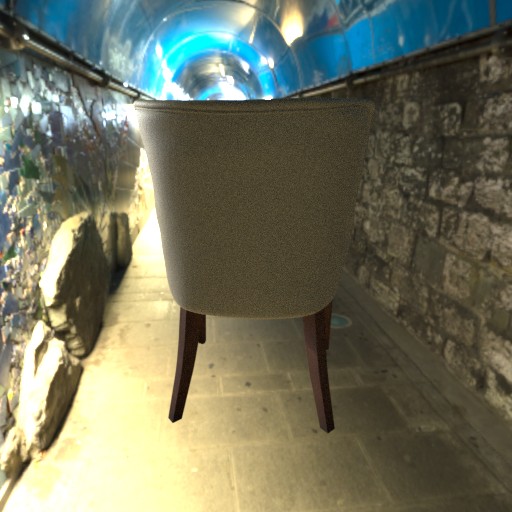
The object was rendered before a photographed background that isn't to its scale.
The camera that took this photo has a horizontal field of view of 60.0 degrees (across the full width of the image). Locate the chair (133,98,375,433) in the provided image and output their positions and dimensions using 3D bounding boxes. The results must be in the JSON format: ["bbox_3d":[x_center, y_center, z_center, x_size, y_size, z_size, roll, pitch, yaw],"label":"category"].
[{"bbox_3d":[0.000,0.000,1.448,0.660,0.952,0.686,2,16,6],"label":"chair"}]
